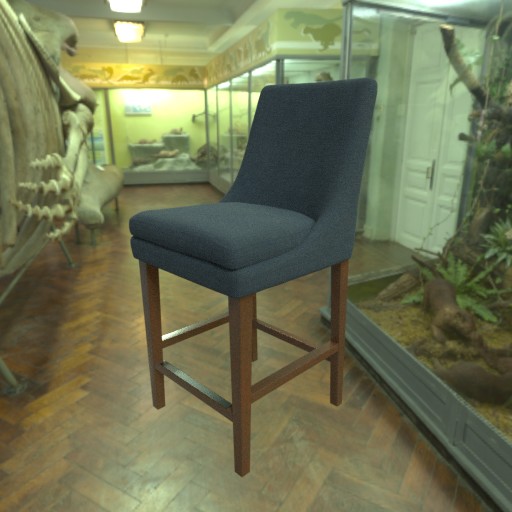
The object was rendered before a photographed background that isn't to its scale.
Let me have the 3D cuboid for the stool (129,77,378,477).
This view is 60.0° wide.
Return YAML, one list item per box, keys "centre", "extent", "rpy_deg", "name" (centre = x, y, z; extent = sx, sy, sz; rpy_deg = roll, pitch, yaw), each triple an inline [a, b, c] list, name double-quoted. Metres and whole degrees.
- centre: [0.000, 0.000, 1.299]
  extent: [0.577, 0.981, 0.470]
  rpy_deg: [-16, 23, -42]
  name: "stool"
